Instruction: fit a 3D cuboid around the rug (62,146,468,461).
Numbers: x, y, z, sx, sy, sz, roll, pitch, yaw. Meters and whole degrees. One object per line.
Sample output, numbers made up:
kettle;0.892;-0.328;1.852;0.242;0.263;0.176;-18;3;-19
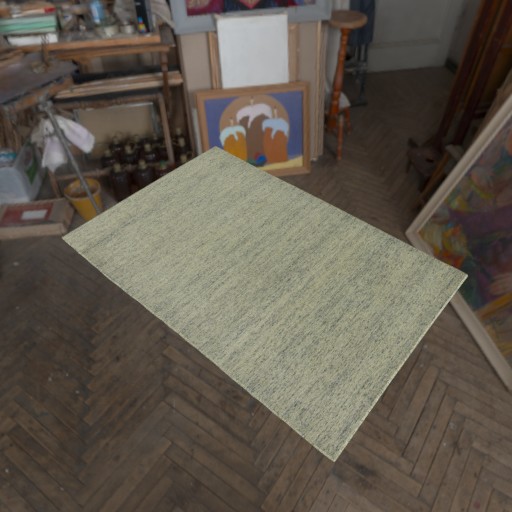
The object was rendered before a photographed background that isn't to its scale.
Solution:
rug;0.000;0.000;2.400;1.846;0.014;1.243;32;54;27
